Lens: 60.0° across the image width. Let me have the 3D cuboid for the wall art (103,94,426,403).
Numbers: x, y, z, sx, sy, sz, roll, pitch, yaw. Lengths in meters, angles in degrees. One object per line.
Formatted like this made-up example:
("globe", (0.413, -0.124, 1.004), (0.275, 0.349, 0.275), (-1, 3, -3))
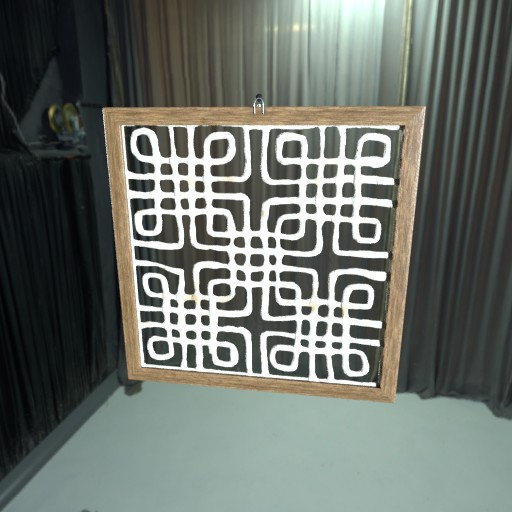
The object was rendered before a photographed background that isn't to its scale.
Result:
("wall art", (0.000, 0.000, 0.846), (0.561, 0.582, 0.021), (3, 17, 9))
